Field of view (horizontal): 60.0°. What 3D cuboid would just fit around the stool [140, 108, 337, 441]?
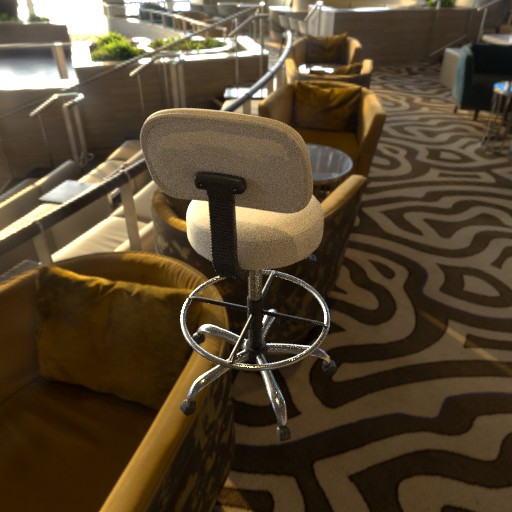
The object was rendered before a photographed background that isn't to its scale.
[{"bbox_3d":[0.000,0.000,1.441,0.609,1.080,0.616,10,35,15],"label":"stool"}]
